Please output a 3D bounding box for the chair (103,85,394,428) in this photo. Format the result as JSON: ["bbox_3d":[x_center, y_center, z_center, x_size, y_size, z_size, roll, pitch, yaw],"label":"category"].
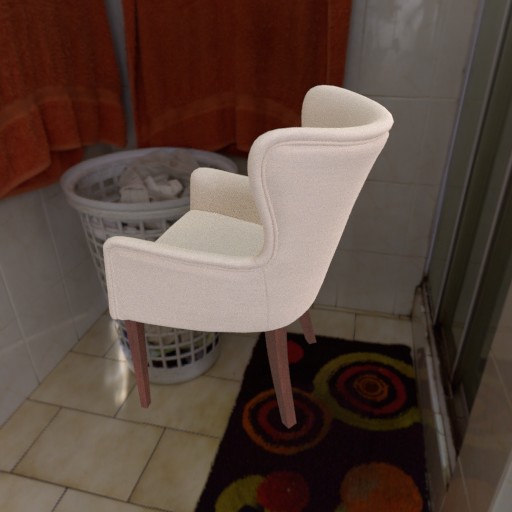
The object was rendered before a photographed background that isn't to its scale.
[{"bbox_3d":[0.000,0.000,1.465,0.744,0.990,0.696,8,30,14],"label":"chair"}]
